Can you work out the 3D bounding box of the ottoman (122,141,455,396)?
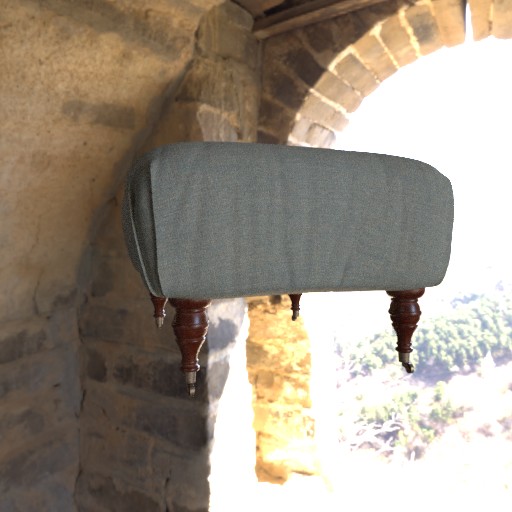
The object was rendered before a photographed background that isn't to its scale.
[{"bbox_3d":[0.000,0.000,1.085,0.622,0.450,0.747,-1,2,-17],"label":"ottoman"}]
